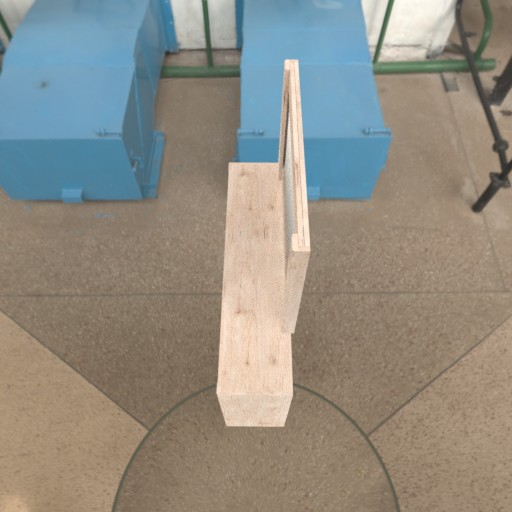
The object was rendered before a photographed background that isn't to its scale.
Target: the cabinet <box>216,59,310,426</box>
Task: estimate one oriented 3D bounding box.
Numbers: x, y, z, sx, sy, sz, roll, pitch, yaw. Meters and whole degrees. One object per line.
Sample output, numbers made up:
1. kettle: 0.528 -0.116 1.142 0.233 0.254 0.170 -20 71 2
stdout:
1. cabinet: 0.000 0.000 2.811 0.420 1.981 1.700 0 59 0
